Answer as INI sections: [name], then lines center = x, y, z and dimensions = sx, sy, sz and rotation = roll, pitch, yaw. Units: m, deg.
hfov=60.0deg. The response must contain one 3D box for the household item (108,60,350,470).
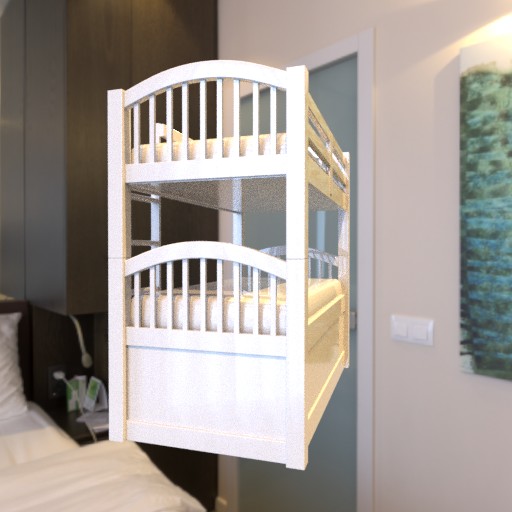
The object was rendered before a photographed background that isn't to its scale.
[household item]
center = 0.000, 0.000, 3.255
dimensions = 1.143, 2.032, 2.032
rotation = 0, 1, 18
